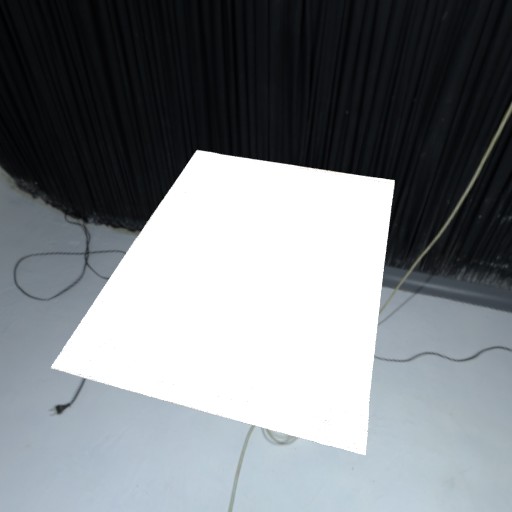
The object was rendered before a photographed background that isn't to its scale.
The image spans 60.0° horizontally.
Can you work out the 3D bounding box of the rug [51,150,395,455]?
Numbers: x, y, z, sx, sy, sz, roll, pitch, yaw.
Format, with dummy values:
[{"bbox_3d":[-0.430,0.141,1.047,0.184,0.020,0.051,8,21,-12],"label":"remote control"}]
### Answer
[{"bbox_3d":[0.000,0.000,5.045,2.873,0.053,3.778,12,47,11],"label":"rug"}]
